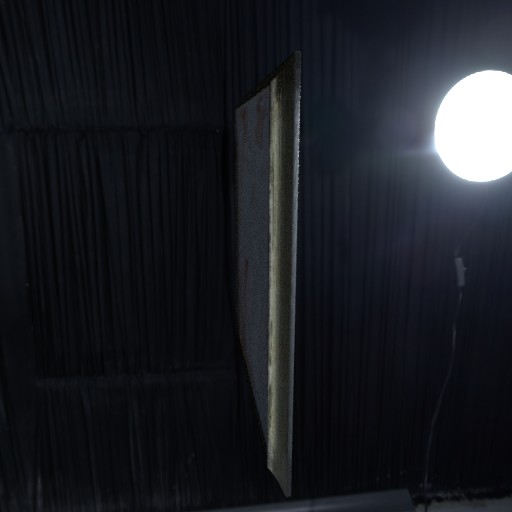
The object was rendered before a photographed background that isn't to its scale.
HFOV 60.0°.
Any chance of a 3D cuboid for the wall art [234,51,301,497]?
[{"bbox_3d":[0.000,0.000,0.617,0.023,0.457,0.381,-2,14,-8],"label":"wall art"}]
